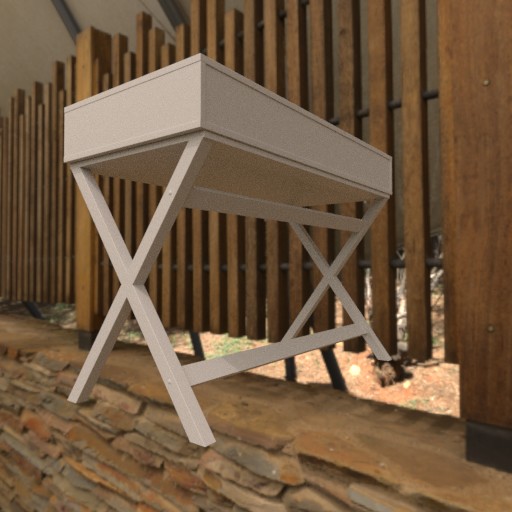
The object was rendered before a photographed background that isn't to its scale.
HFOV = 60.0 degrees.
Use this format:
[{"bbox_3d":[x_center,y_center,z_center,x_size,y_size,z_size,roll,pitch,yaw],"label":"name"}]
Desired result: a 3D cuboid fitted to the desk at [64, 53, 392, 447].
[{"bbox_3d":[0.000,0.000,1.450,0.525,0.780,1.057,-1,-2,37],"label":"desk"}]
